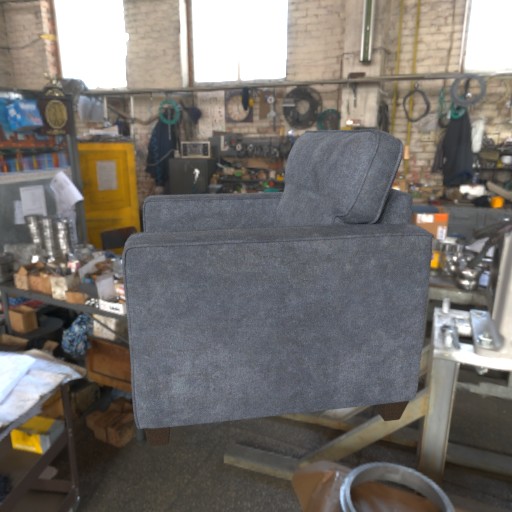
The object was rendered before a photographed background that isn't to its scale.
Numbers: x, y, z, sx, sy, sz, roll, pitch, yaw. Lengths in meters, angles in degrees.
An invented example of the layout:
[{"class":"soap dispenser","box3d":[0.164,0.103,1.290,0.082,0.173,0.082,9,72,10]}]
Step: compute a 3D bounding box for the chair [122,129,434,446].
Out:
[{"class":"chair","box3d":[0.000,0.000,1.759,0.939,0.965,1.015,-3,16,-10]}]
